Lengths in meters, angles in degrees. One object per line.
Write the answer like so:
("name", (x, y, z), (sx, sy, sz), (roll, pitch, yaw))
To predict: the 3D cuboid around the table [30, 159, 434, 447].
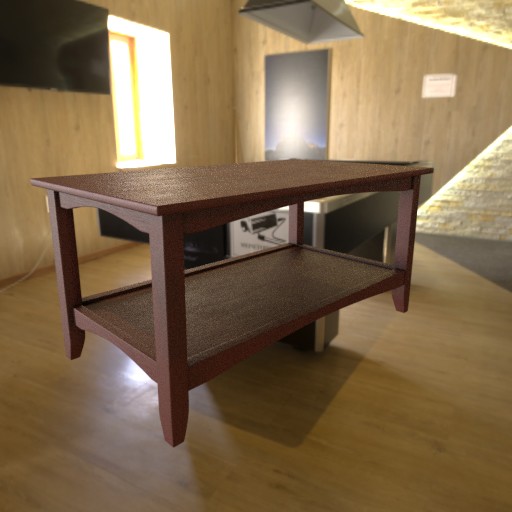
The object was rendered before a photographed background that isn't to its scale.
("table", (0.000, 0.000, 1.223), (0.943, 0.456, 0.533), (-15, 22, -43))
